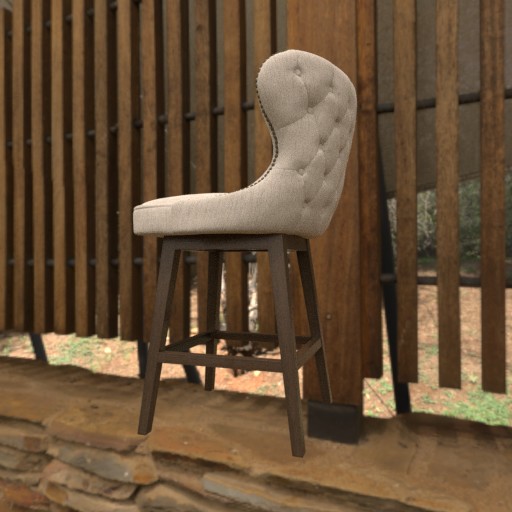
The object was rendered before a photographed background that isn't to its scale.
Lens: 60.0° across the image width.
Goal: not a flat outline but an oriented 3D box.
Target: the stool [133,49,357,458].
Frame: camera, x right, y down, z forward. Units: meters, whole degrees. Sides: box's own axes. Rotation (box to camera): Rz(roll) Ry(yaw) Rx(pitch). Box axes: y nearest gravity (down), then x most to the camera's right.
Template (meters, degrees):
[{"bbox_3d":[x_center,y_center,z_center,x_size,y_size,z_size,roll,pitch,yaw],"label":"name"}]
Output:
[{"bbox_3d":[0.000,0.000,1.339,0.597,0.972,0.615,0,-1,19],"label":"stool"}]
